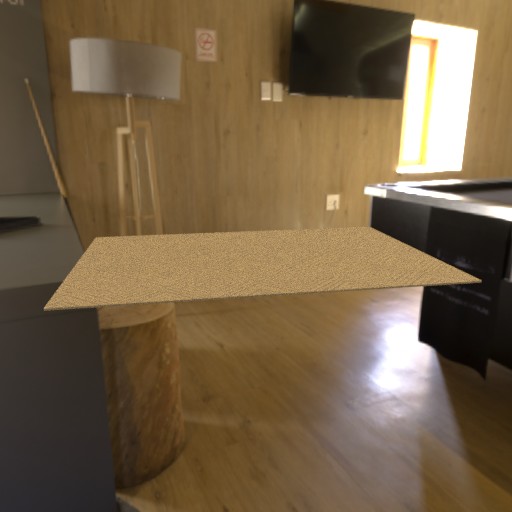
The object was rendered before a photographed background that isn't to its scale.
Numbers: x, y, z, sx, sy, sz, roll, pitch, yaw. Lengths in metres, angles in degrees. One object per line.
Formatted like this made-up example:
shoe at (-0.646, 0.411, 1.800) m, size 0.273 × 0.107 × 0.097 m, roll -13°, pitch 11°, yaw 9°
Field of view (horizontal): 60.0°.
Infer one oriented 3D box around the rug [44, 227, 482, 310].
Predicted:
rug at (0.000, 0.000, 2.279) m, size 1.753 × 0.008 × 1.143 m, roll -3°, pitch 16°, yaw -10°
